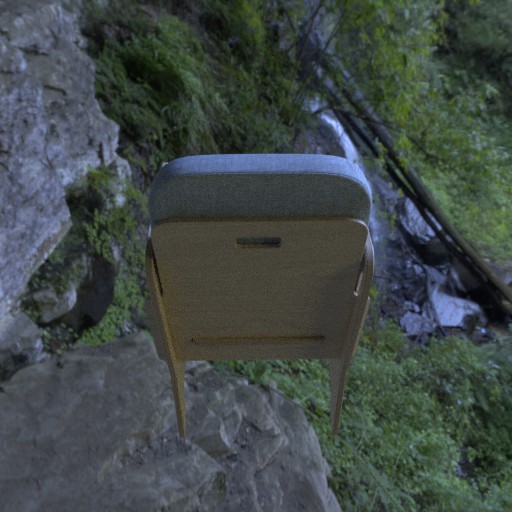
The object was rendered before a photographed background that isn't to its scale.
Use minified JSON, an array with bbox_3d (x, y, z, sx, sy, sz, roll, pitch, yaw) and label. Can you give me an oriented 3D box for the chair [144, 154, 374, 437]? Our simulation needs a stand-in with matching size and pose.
[{"bbox_3d":[0.000,0.000,1.283,0.590,0.800,0.710,-1,31,-1],"label":"chair"}]
